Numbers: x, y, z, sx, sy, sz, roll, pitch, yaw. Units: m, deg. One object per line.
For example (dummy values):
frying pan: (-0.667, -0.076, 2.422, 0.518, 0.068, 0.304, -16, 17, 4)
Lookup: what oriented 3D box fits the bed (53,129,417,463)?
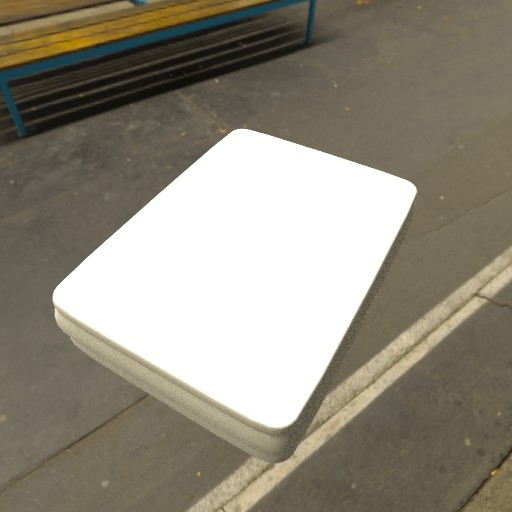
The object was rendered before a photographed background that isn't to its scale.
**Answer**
bed: (0.000, 0.000, 2.778, 1.520, 0.460, 2.036, 23, 52, 20)
